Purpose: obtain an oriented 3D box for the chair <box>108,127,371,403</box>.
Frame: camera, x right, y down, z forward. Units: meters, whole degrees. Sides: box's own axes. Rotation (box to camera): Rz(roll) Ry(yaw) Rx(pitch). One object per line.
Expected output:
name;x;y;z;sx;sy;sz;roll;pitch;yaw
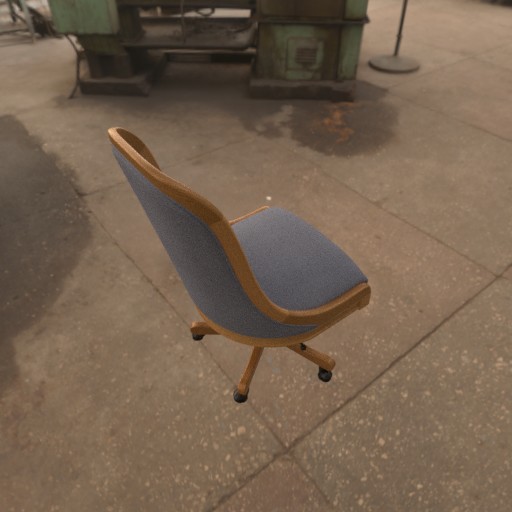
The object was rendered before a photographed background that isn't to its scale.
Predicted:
chair;0.000;0.000;1.501;0.735;1.031;0.605;-26;48;-26
